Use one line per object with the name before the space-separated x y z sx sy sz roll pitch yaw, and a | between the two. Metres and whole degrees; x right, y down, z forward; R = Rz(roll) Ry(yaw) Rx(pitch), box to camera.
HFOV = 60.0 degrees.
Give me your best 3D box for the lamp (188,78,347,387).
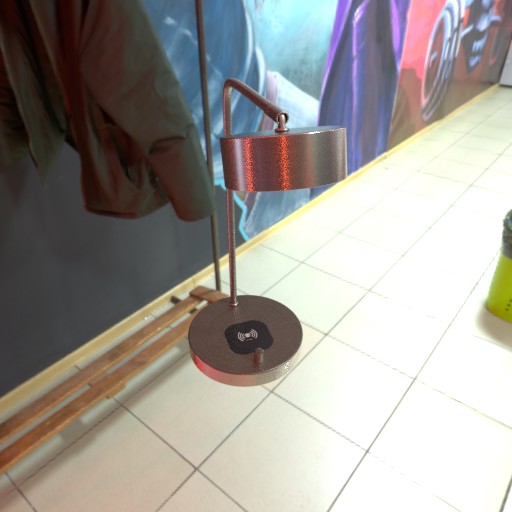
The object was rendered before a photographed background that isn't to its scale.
lamp | 0.000 0.000 0.658 0.211 0.469 0.334 -10 35 -15
